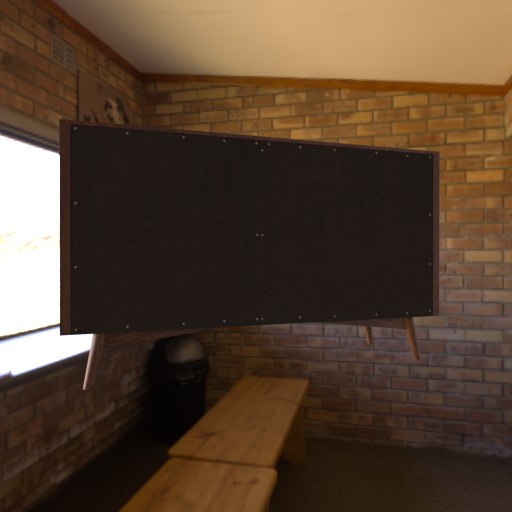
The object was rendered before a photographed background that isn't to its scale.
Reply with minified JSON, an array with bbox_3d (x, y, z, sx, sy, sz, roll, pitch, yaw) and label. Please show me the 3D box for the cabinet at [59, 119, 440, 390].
[{"bbox_3d":[0.000,0.000,1.996,1.575,0.940,0.505,0,0,-18],"label":"cabinet"}]
